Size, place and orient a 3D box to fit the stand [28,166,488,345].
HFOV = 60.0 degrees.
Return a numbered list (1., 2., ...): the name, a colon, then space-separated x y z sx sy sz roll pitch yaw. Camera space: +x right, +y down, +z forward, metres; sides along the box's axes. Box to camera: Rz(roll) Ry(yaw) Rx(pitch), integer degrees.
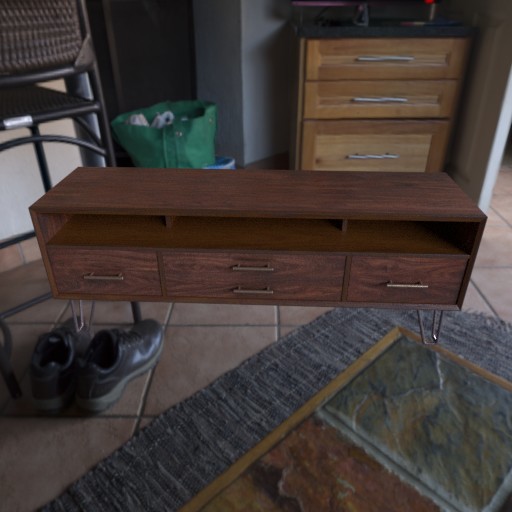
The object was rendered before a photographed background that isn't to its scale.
1. stand: 0.000 0.000 1.908 1.626 0.610 0.481 1 30 2
